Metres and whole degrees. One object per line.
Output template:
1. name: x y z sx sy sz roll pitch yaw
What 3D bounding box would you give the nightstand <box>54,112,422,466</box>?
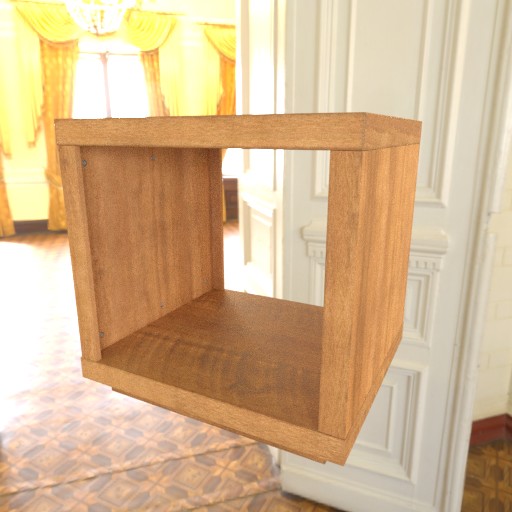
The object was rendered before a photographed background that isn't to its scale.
1. nightstand: 0.000 0.000 0.835 0.493 0.491 0.436 8 17 26
